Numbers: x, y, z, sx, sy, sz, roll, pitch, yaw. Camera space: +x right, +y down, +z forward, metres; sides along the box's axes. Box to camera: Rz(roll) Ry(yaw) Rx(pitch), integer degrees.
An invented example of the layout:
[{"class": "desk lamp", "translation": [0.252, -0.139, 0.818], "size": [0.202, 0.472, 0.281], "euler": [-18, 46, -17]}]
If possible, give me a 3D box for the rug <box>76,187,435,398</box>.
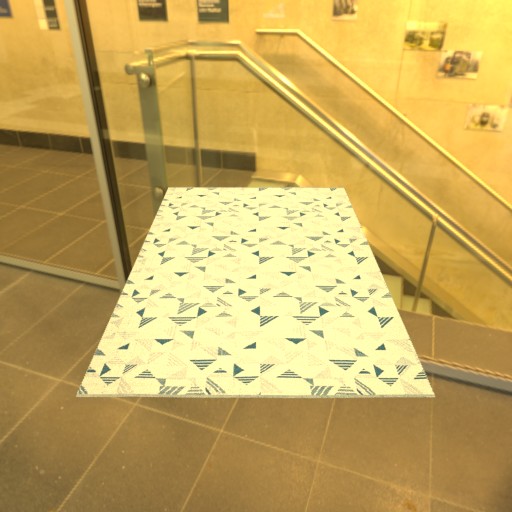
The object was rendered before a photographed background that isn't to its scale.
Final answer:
[{"class": "rug", "translation": [0.000, 0.000, 2.266], "size": [1.206, 0.003, 1.835], "euler": [0, 31, 0]}]
